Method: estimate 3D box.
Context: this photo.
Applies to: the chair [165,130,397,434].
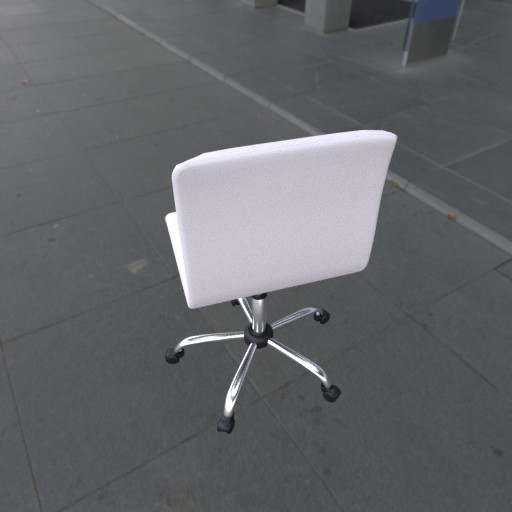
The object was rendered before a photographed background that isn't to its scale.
[{"bbox_3d":[0.000,0.000,1.064,0.520,0.750,0.455,-11,42,-13],"label":"chair"}]
